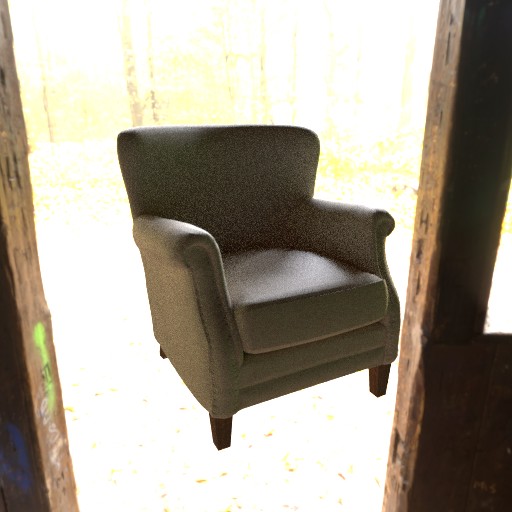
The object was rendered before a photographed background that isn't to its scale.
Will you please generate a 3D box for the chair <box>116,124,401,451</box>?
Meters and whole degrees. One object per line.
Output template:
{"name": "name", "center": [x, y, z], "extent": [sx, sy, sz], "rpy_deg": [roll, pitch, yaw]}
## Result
{"name": "chair", "center": [0.000, 0.000, 1.669], "extent": [0.861, 0.936, 0.921], "rpy_deg": [-9, 20, -26]}
